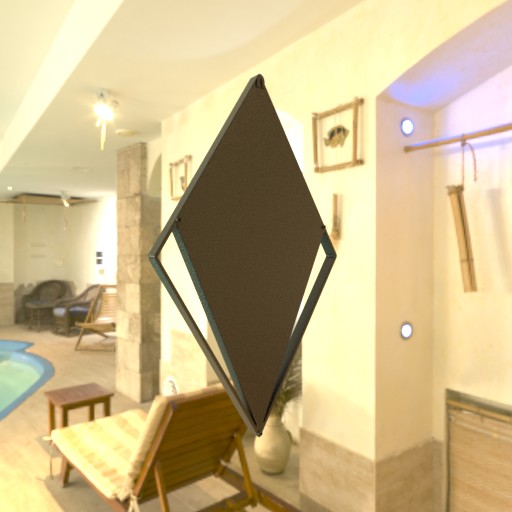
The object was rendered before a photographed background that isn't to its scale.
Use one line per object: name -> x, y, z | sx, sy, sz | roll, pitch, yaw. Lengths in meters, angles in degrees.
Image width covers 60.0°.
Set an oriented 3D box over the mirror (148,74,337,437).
mirror -> 0.000, 0.000, 0.837 | 0.419, 0.679, 0.032 | 0, 0, -37
